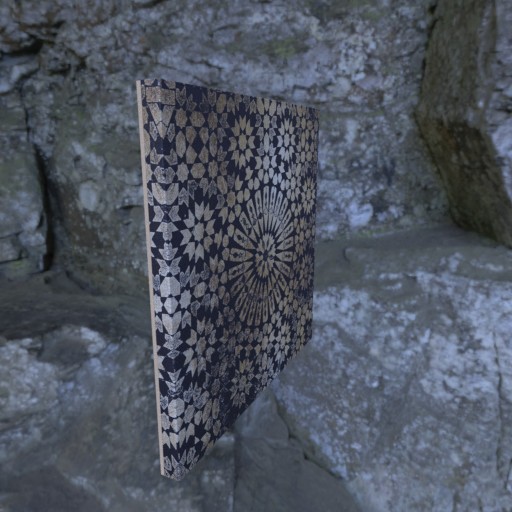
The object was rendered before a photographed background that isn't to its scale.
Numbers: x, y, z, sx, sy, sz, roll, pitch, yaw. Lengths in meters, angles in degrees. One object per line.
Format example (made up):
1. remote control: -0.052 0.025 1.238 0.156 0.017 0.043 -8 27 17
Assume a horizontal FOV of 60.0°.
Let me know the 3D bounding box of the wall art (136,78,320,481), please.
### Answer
1. wall art: 0.000 0.000 0.911 0.038 0.612 0.612 7 16 26
